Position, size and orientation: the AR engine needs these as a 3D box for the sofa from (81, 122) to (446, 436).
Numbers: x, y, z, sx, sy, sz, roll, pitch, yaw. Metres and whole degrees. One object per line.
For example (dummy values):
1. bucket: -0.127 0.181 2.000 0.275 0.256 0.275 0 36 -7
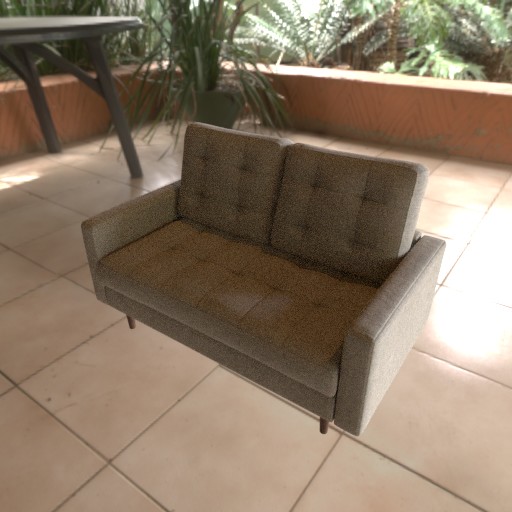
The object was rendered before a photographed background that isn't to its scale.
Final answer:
1. sofa: 0.000 0.000 1.973 1.407 0.907 0.842 19 35 30
